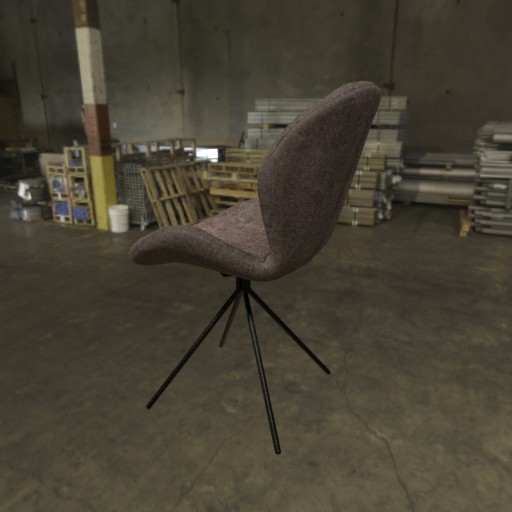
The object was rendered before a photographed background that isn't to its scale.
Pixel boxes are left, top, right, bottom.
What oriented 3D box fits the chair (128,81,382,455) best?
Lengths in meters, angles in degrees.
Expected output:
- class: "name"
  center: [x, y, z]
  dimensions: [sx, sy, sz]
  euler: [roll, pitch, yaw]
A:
- class: "chair"
  center: [0.000, 0.000, 1.298]
  dimensions: [0.640, 0.934, 0.527]
  euler: [8, 19, 25]
